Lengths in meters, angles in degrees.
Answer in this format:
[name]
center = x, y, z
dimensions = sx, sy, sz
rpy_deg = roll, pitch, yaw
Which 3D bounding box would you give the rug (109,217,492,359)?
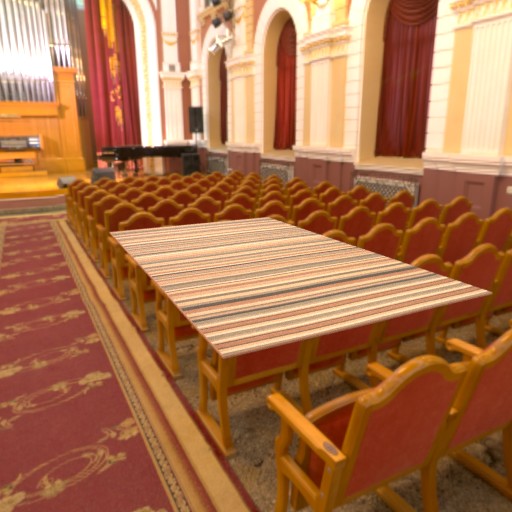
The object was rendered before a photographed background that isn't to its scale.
[rug]
center = 0.000, 0.000, 3.021
dimensions = 1.523, 0.014, 2.438
rpy_deg = -8, 17, -26
